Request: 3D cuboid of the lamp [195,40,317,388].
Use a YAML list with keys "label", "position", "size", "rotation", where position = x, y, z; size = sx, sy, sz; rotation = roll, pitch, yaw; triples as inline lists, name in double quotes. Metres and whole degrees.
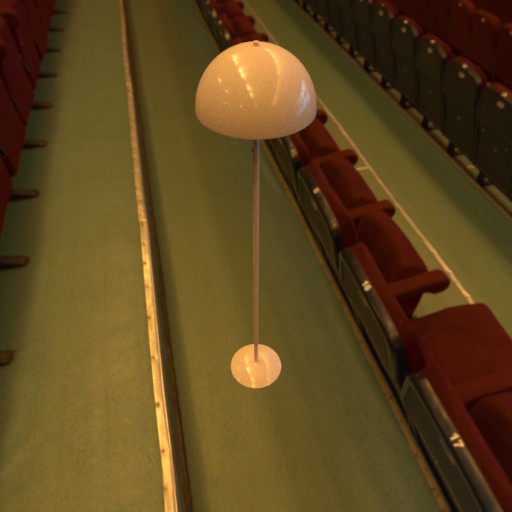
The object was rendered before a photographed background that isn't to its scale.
- label: "lamp"
  position: [0.000, 0.000, 1.606]
  size: [0.328, 1.480, 0.328]
  rotation: [-10, 46, -10]
